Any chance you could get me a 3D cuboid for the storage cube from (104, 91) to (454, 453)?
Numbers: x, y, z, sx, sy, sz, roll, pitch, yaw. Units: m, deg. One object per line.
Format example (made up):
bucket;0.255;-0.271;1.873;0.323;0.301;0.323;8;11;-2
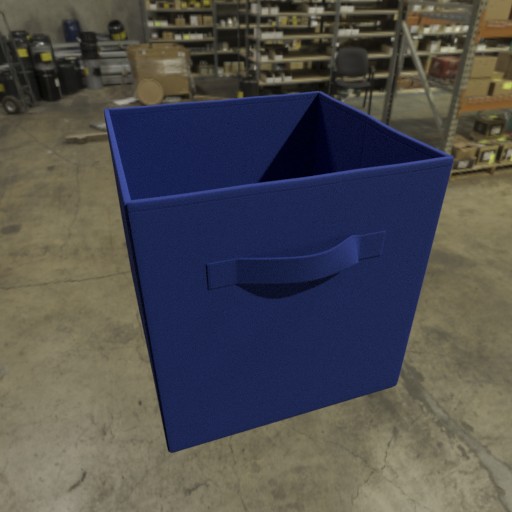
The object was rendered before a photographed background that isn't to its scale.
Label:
storage cube;0.000;0.000;0.495;0.270;0.280;0.270;-11;34;-16
